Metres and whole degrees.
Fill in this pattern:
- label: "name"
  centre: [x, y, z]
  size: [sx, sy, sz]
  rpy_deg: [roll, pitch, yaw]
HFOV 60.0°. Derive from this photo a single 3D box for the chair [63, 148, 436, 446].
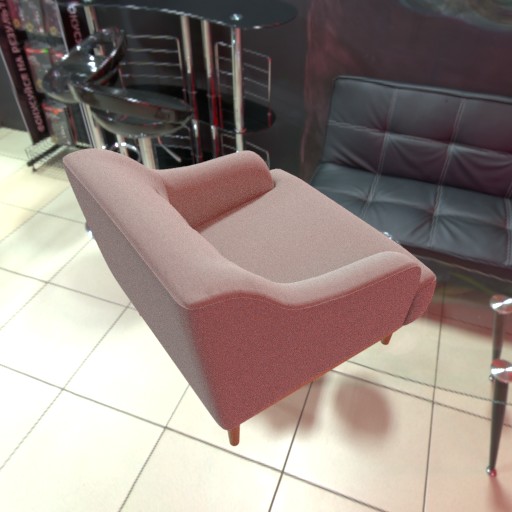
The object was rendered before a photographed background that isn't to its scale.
- label: "chair"
  centre: [0.000, 0.000, 1.613]
  size: [0.951, 0.818, 0.946]
  rpy_deg: [-26, 48, -26]
